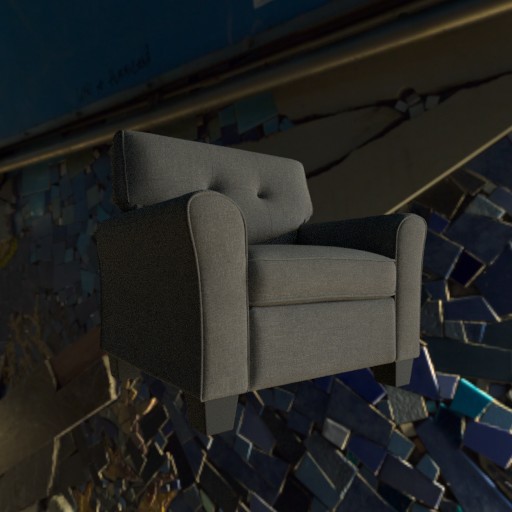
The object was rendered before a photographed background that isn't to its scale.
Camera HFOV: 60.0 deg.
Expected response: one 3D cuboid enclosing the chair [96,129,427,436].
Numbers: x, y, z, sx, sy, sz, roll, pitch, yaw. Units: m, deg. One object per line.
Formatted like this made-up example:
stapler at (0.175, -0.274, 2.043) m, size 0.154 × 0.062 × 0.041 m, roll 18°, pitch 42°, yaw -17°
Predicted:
chair at (0.000, 0.000, 1.597) m, size 0.941 × 0.890 × 0.816 m, roll 1°, pitch -1°, yaw -36°
